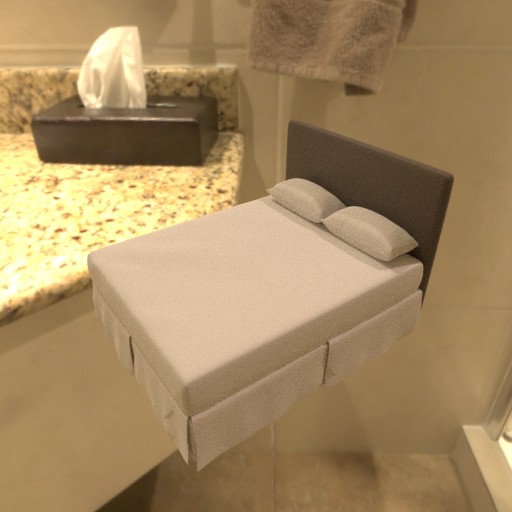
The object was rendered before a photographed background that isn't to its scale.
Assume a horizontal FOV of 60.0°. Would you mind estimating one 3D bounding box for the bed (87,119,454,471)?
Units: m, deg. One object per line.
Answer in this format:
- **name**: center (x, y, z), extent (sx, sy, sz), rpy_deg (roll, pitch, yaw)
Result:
- **bed**: center (0.000, 0.000, 3.282), extent (2.142, 1.330, 1.723), rpy_deg (-21, 38, -30)
